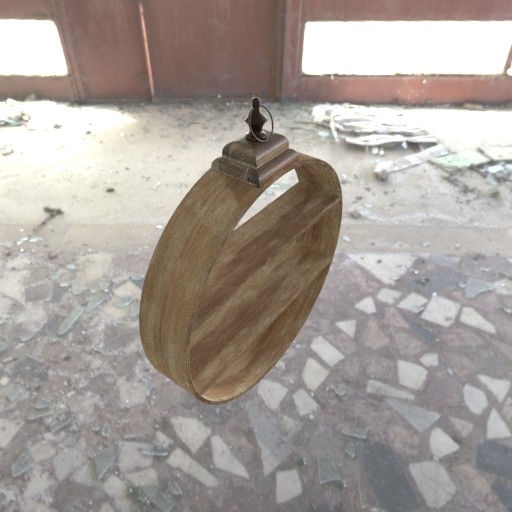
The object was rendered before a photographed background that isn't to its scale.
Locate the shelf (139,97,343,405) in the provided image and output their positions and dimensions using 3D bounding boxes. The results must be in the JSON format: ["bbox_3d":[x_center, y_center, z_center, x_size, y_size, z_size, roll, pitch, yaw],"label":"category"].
[{"bbox_3d":[0.000,0.000,1.009,0.125,0.725,0.601,26,46,27],"label":"shelf"}]
